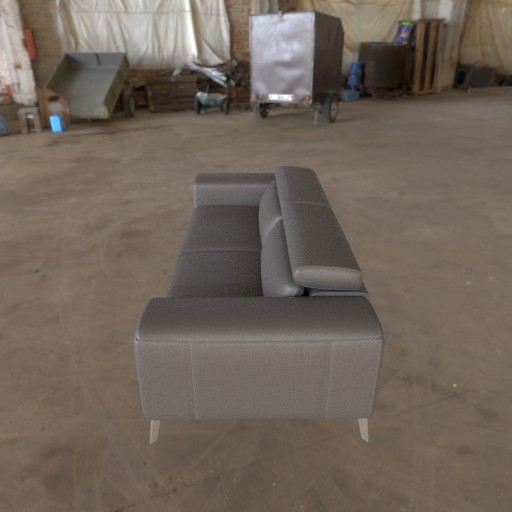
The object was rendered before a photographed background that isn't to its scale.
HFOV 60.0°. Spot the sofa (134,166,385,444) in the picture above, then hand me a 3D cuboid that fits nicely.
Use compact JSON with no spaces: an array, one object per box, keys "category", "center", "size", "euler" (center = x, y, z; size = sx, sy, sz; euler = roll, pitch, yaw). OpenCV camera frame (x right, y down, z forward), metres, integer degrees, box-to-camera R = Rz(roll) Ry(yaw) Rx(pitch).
[{"category":"sofa","center":[0.000,0.000,2.846],"size":[1.023,0.759,2.321],"euler":[0,26,-1]}]
